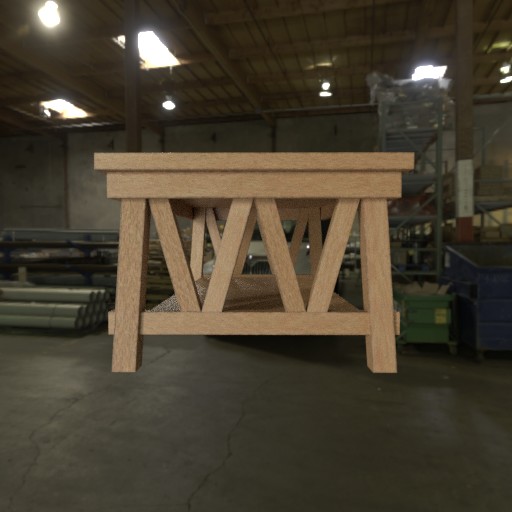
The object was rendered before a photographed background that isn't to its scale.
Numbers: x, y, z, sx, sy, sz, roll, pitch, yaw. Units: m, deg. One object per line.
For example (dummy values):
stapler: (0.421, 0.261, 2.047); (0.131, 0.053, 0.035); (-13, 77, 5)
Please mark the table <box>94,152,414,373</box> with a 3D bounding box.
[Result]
table: (0.000, 0.000, 1.628); (0.711, 0.507, 1.270); (0, 2, 0)
